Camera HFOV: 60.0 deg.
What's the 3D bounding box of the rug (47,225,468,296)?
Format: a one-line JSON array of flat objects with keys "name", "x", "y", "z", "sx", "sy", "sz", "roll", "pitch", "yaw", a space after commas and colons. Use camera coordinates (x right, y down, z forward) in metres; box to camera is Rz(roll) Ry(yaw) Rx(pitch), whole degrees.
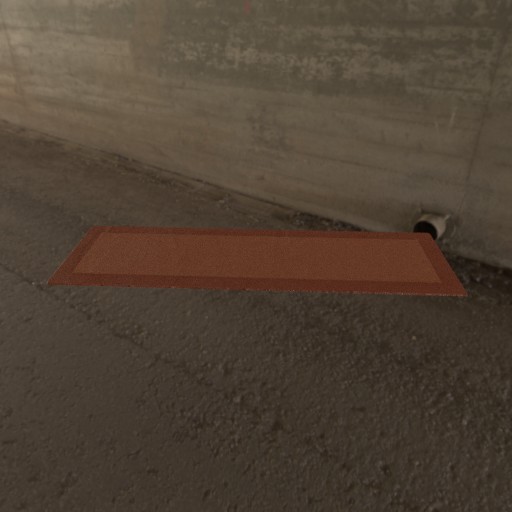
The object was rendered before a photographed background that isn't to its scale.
[{"name": "rug", "x": 0.000, "y": 0.000, "z": 2.867, "sx": 2.471, "sy": 0.013, "sz": 0.914, "roll": -1, "pitch": 30, "yaw": -1}]
